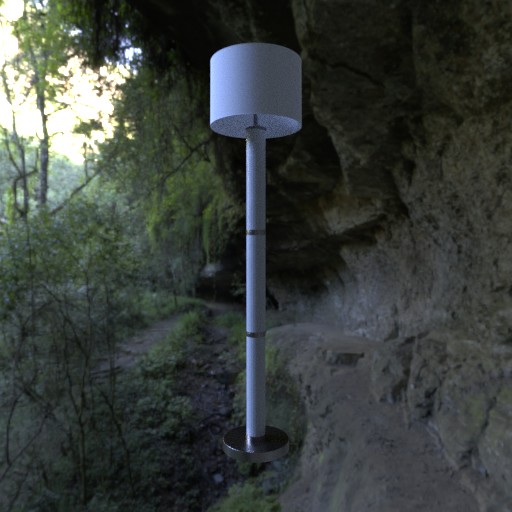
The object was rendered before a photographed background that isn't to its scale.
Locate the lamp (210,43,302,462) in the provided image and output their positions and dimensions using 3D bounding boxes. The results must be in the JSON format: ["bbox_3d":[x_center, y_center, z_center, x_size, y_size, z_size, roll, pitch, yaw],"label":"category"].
[{"bbox_3d":[0.000,0.000,1.844,0.377,1.599,0.377,1,1,36],"label":"lamp"}]
